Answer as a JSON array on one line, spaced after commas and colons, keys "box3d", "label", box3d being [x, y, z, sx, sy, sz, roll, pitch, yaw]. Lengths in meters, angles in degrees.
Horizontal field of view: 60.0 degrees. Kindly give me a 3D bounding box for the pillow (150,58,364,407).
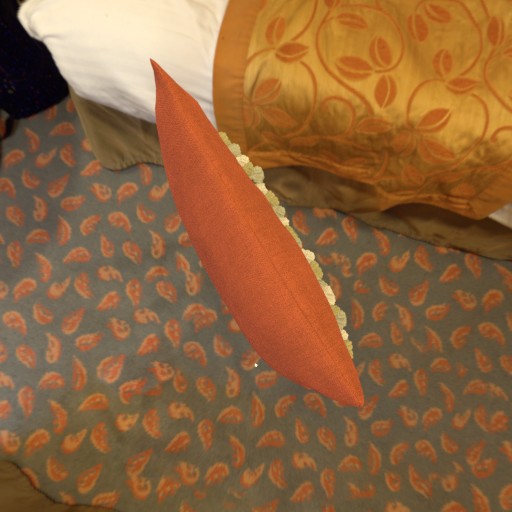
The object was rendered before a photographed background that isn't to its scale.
[{"box3d": [0.000, 0.000, 0.723, 0.165, 0.482, 0.490, -29, 78, -7], "label": "pillow"}]
